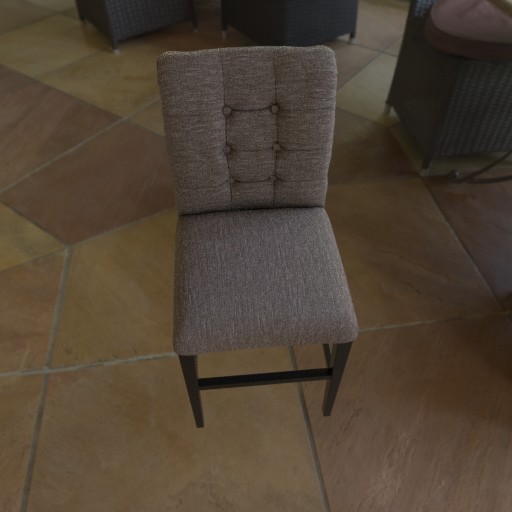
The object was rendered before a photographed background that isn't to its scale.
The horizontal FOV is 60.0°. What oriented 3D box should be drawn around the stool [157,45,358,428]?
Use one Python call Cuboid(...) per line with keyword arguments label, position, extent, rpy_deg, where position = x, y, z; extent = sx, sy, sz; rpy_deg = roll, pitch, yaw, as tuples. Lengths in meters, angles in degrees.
Cuboid(label="stool", position=(0.000, 0.000, 1.285), extent=(0.457, 0.970, 0.611), rpy_deg=(-4, 48, -3))
